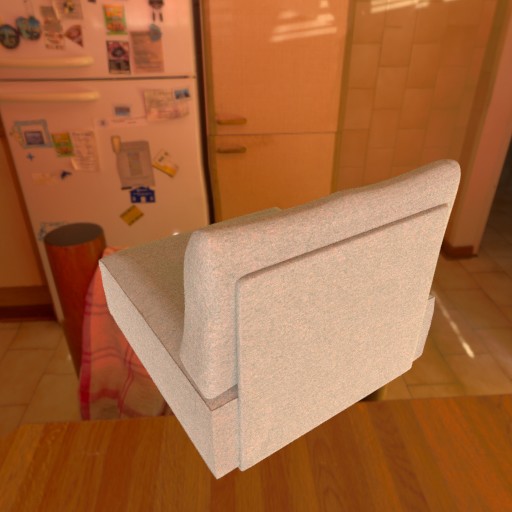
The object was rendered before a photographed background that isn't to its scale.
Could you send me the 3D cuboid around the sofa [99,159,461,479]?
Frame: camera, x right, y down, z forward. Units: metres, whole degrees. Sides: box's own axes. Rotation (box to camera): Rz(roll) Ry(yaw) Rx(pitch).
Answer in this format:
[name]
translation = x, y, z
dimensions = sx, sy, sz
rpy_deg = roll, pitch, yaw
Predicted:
[sofa]
translation = 0.000, 0.000, 1.670
dimensions = 0.930, 0.820, 1.000
rpy_deg = -19, 35, -29
